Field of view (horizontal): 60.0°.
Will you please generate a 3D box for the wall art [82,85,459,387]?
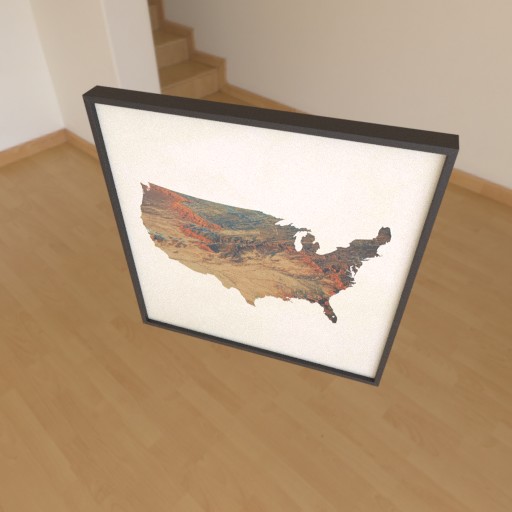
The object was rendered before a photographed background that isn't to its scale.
[{"bbox_3d":[0.000,0.000,0.754,0.507,0.507,0.038,12,44,13],"label":"wall art"}]
